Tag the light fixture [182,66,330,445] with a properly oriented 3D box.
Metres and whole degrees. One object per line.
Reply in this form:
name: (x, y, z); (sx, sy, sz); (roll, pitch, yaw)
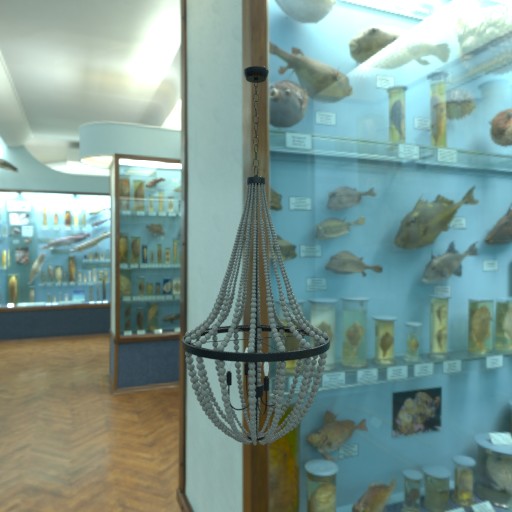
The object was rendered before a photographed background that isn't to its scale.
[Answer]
light fixture: (0.000, 0.000, 1.366); (0.450, 1.133, 0.450); (0, 0, 0)
